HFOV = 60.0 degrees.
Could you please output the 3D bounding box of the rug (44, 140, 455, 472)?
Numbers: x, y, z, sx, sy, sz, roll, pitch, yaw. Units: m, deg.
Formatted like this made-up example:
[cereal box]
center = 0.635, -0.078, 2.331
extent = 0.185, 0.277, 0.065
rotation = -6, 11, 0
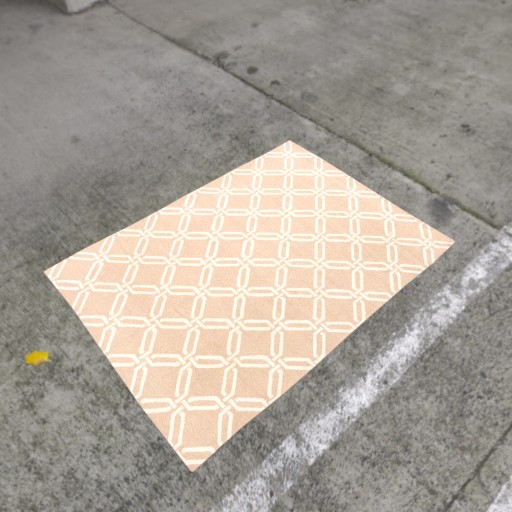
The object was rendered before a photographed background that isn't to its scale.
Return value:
[rug]
center = 0.000, 0.000, 4.417
extent = 3.365, 0.020, 2.452
rotation = -34, 56, -26
